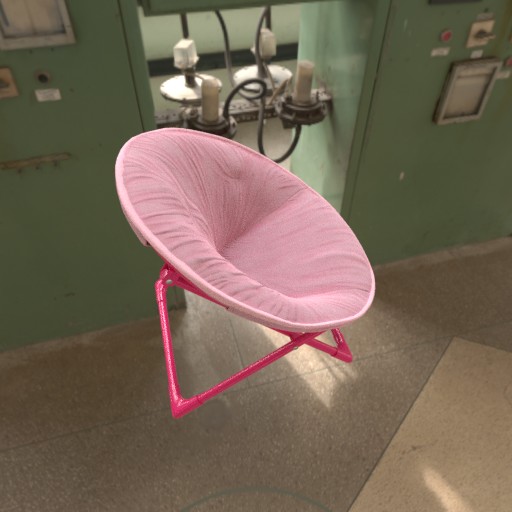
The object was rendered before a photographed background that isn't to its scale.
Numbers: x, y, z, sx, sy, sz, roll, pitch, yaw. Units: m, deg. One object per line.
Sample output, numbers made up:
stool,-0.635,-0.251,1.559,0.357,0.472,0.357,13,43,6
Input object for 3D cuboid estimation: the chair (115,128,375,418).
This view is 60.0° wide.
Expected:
chair,0.000,0.000,0.909,0.459,0.494,0.522,-11,48,-10
